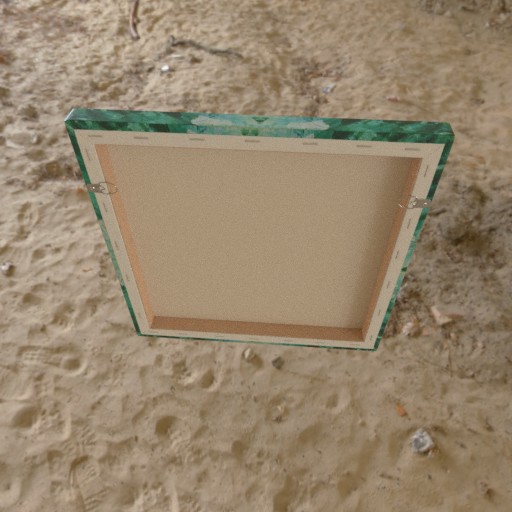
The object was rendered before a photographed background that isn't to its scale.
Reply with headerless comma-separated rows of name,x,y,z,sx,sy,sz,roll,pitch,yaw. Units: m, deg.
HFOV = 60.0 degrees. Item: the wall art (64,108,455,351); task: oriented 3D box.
wall art,0.000,0.000,0.763,0.507,0.508,0.038,3,46,3
